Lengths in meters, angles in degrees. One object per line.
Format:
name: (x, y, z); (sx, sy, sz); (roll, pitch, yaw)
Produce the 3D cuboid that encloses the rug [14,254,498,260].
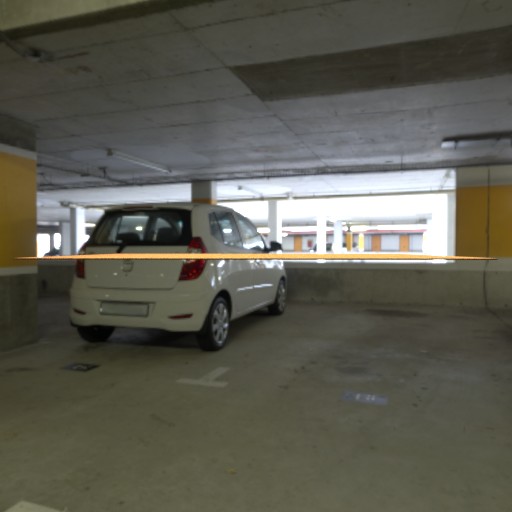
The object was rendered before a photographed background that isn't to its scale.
rug: (0.000, 0.000, 2.168); (1.747, 0.006, 1.143); (0, 1, 2)
